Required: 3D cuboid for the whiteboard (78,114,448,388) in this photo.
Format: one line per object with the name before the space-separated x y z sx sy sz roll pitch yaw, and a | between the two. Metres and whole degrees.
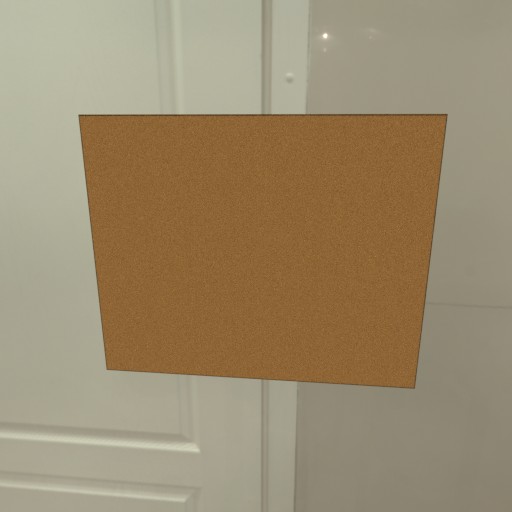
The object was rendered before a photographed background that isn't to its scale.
whiteboard | 0.000 0.000 0.751 0.561 0.457 0.029 2 17 6
